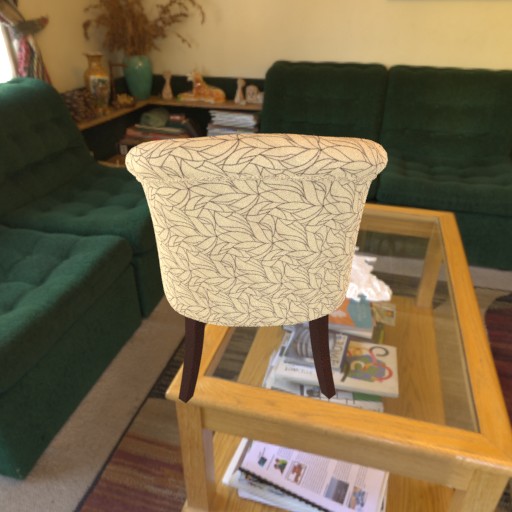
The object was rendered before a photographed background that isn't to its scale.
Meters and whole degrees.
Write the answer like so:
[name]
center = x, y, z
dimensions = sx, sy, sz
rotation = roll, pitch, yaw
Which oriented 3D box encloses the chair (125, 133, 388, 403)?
[chair]
center = 0.000, 0.000, 1.323
dimensions = 0.686, 0.858, 0.613
rotation = -1, 30, -2
